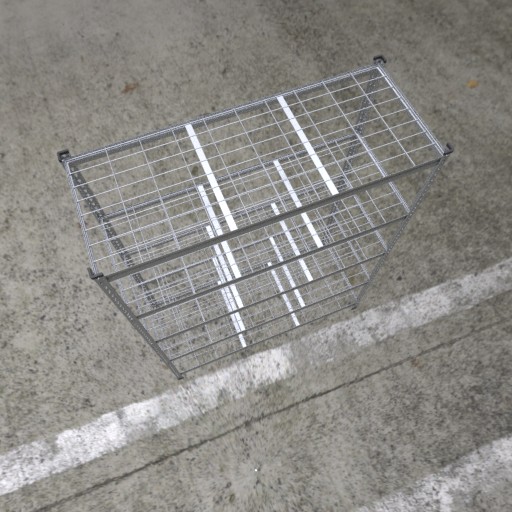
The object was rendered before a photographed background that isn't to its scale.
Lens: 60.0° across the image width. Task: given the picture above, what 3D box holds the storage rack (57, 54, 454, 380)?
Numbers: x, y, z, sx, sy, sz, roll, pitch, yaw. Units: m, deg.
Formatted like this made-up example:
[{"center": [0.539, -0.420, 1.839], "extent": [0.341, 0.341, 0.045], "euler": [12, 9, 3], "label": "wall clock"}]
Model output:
[{"center": [0.000, 0.000, 2.713], "extent": [1.524, 1.981, 0.610], "euler": [-20, 66, -9], "label": "storage rack"}]
